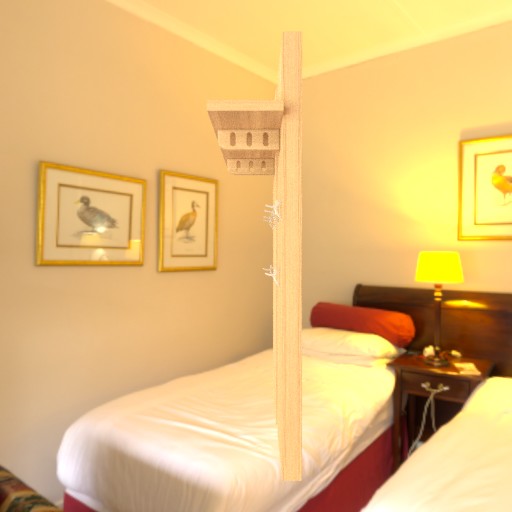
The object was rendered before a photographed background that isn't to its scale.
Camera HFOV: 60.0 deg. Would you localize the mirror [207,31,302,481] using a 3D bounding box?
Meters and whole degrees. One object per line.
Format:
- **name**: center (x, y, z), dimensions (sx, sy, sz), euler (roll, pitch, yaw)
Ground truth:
- **mirror**: center (0.000, 0.000, 1.586), dimensions (0.260, 1.250, 0.800), euler (0, 0, 0)
